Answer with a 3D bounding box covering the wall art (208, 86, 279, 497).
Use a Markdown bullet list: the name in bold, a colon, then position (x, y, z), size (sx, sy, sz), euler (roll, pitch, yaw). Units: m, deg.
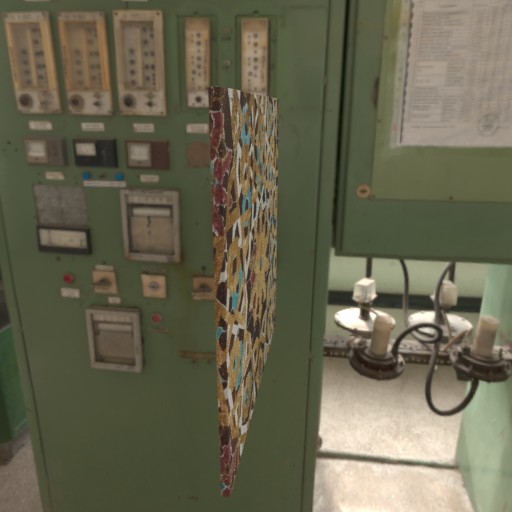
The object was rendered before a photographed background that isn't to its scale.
- **wall art**: position (0.000, 0.000, 0.595), size (0.010, 0.406, 0.404), euler (3, 18, 9)
